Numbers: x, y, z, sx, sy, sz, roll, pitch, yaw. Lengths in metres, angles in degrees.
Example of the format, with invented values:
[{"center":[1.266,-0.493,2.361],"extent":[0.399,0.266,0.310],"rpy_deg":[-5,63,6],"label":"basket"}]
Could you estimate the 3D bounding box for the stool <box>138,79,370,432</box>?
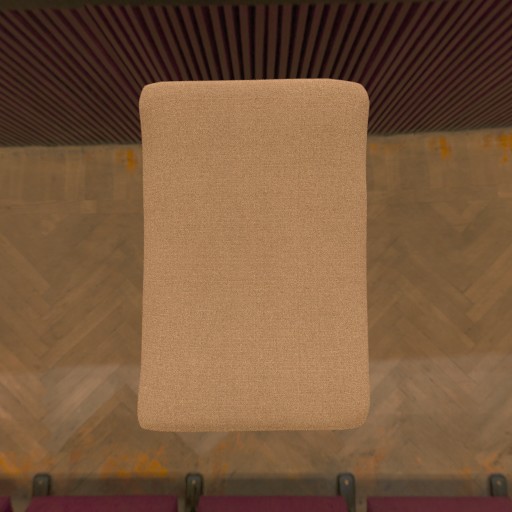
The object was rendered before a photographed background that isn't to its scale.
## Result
[{"center":[0.000,0.000,0.933],"extent":[0.363,0.669,0.509],"rpy_deg":[0,90,1],"label":"stool"}]
